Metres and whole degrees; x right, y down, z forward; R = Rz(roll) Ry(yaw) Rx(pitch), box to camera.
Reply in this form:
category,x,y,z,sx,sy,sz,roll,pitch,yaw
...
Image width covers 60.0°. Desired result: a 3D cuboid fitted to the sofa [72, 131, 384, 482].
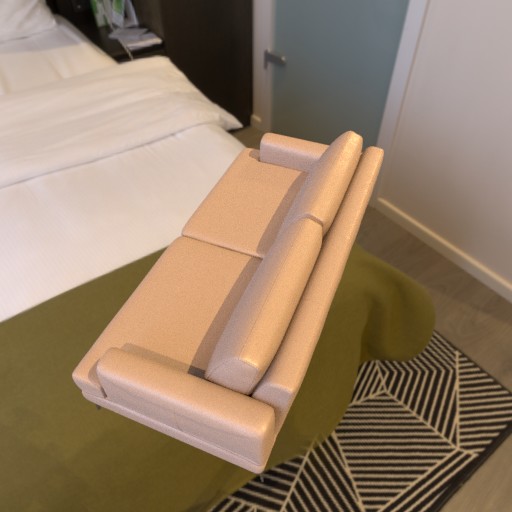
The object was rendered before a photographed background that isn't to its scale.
category,x,y,z,sx,sy,sz,roll,pitch,yaw
sofa,0.000,0.000,2.401,0.974,0.765,1.940,17,49,15
